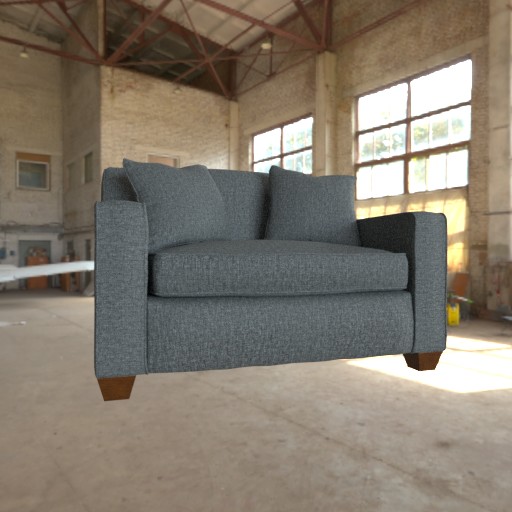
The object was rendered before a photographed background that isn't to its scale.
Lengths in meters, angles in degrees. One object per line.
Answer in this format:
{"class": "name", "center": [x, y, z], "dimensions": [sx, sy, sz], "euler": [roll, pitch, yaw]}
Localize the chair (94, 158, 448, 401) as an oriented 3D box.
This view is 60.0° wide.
{"class": "chair", "center": [0.000, 0.000, 2.050], "dimensions": [1.383, 0.948, 1.000], "euler": [0, 0, -18]}
